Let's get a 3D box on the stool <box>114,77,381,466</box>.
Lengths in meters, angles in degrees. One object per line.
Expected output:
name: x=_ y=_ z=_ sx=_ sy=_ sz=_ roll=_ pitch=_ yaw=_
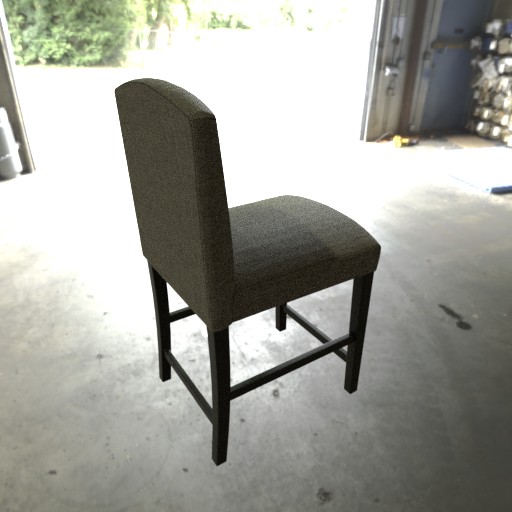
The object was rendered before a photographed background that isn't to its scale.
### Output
stool: x=0.000 y=0.000 z=1.256 sx=0.552 sy=0.966 sz=0.451 roll=-17 pitch=32 yaw=-29
